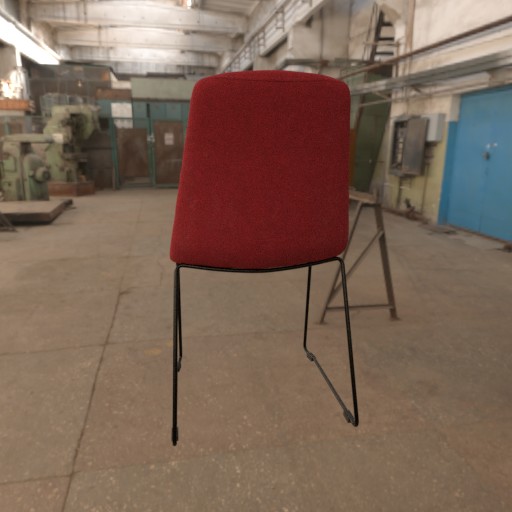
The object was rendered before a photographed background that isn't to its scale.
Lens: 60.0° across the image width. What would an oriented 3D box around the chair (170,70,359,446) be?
[{"bbox_3d":[0.000,0.000,1.186,0.479,0.858,0.518,-2,15,-9],"label":"chair"}]
